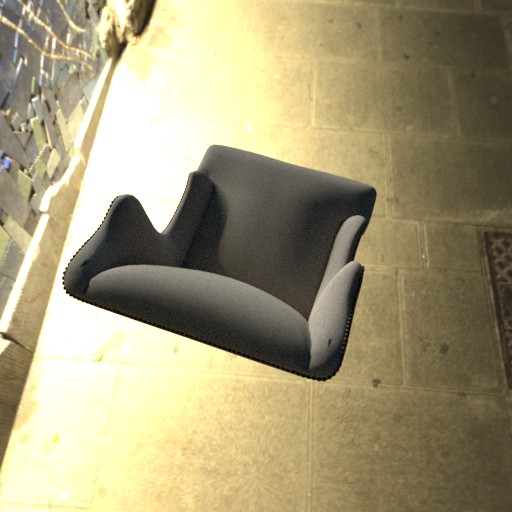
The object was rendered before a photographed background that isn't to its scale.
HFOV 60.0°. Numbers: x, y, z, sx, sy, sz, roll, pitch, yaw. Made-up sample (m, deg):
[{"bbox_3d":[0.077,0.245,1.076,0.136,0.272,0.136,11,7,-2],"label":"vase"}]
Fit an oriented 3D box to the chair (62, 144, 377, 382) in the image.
[{"bbox_3d":[0.000,0.000,1.616,0.737,1.029,0.940,17,65,8],"label":"chair"}]
